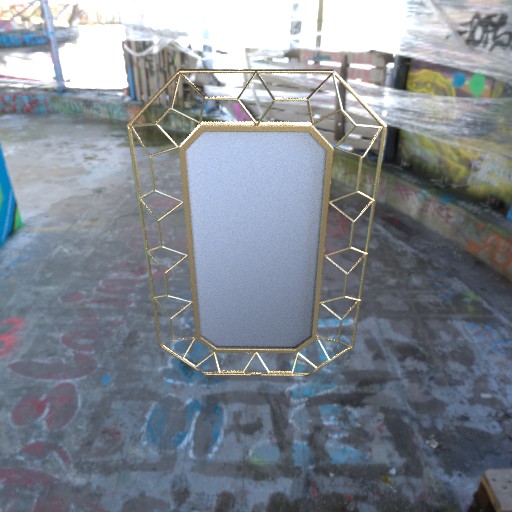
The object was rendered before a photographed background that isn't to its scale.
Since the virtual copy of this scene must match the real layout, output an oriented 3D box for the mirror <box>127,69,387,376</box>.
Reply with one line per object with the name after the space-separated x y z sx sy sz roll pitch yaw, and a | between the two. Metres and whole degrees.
0.000 0.000 1.118 0.572 0.870 0.051 0 30 1 | mirror
